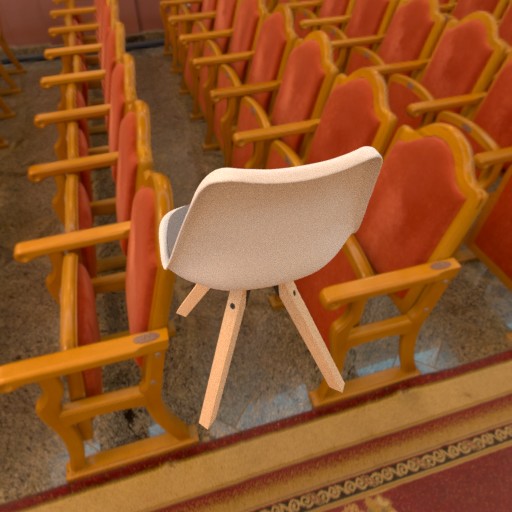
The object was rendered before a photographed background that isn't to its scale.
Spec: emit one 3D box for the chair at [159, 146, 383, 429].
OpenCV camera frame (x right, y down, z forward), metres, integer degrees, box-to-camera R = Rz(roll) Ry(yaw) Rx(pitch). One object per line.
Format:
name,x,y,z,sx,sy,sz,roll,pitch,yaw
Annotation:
chair,0.000,0.000,1.172,0.485,0.850,0.550,-11,43,-12
